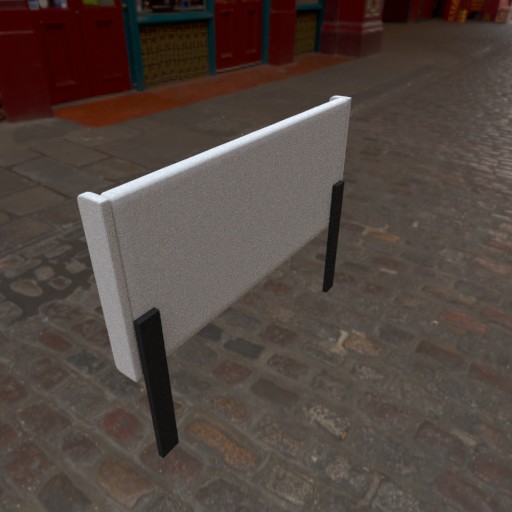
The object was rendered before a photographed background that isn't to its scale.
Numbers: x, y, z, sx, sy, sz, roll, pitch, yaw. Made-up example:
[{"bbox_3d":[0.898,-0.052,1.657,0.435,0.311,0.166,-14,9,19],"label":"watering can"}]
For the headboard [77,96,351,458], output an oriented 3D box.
[{"bbox_3d":[0.000,0.000,2.712,0.184,1.524,2.051,21,38,30],"label":"headboard"}]
